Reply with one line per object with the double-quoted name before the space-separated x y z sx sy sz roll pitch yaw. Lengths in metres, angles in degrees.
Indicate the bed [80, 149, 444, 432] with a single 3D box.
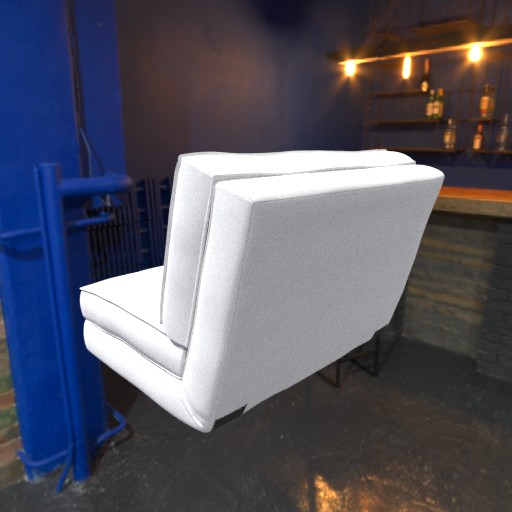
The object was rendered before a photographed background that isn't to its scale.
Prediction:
"bed" 0.000 0.000 1.300 0.799 0.614 0.749 -14 20 -43
